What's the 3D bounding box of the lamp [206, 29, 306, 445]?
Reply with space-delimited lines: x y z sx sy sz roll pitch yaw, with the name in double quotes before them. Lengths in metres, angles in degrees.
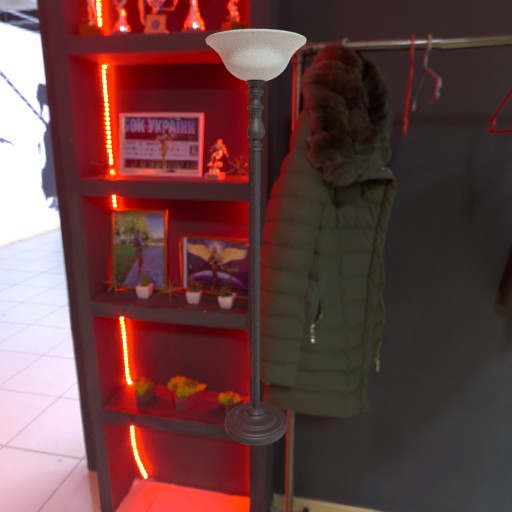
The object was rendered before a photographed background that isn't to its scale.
"lamp" 0.000 0.000 2.020 0.405 1.797 0.405 14 20 42
